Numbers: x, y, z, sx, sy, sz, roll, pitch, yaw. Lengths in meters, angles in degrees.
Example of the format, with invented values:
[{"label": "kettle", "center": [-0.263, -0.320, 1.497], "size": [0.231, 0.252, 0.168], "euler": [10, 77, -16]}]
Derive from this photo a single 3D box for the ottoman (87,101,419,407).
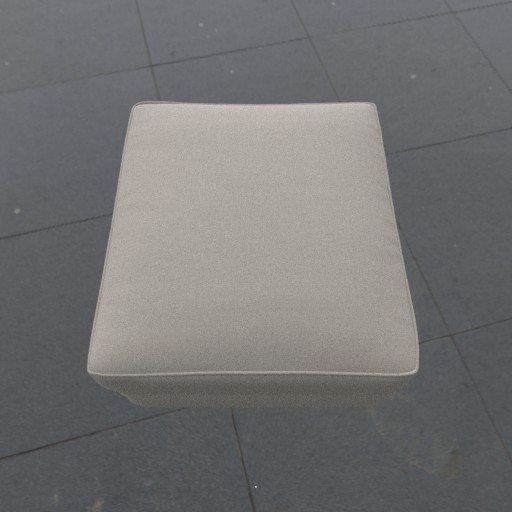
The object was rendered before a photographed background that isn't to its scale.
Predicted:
[{"label": "ottoman", "center": [0.000, 0.000, 1.133], "size": [0.662, 0.505, 0.716], "euler": [0, 62, 0]}]
